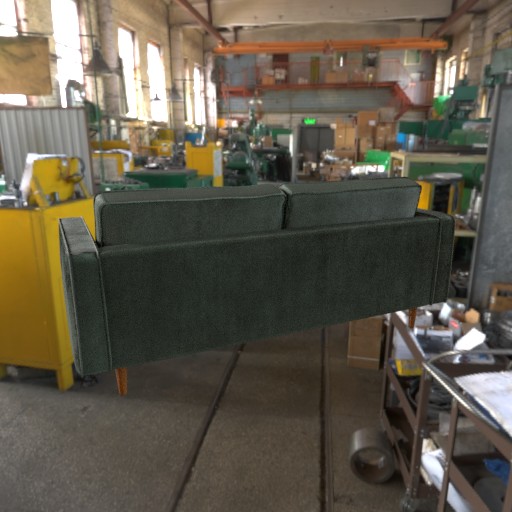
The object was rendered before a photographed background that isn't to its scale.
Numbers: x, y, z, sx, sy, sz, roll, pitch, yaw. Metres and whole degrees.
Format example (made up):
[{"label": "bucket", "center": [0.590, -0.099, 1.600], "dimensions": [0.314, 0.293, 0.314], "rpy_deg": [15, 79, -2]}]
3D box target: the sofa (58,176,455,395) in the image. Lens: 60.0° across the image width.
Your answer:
[{"label": "sofa", "center": [0.000, 0.000, 2.254], "dimensions": [1.816, 0.781, 0.886], "rpy_deg": [-7, 16, -24]}]
